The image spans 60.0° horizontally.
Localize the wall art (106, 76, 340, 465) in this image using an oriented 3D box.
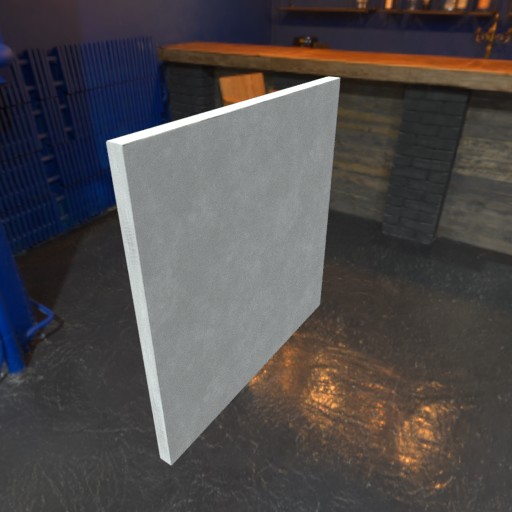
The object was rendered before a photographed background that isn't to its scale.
[{"bbox_3d":[0.000,0.000,0.449,0.015,0.303,0.303,19,35,29],"label":"wall art"}]
